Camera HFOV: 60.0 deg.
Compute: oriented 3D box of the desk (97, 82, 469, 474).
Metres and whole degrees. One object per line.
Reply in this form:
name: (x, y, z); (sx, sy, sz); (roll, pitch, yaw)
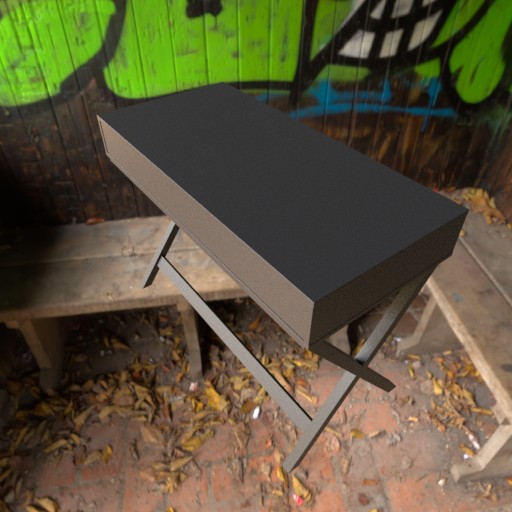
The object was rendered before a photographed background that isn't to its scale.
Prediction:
desk: (0.000, 0.000, 1.526); (0.525, 0.780, 1.057); (-26, 48, -27)
